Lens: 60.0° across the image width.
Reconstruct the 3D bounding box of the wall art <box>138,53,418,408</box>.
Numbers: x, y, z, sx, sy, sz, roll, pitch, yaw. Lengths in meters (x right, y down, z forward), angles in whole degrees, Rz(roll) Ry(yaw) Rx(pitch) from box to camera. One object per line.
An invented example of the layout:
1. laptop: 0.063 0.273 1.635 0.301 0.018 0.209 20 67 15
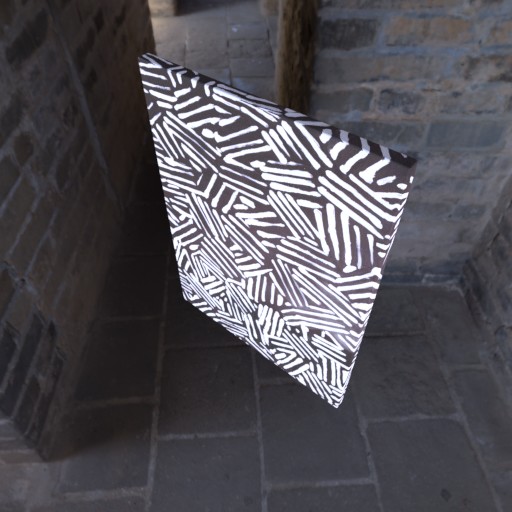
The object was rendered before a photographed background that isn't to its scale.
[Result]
1. wall art: 0.000 0.000 1.360 0.765 1.017 0.038 31 54 26
